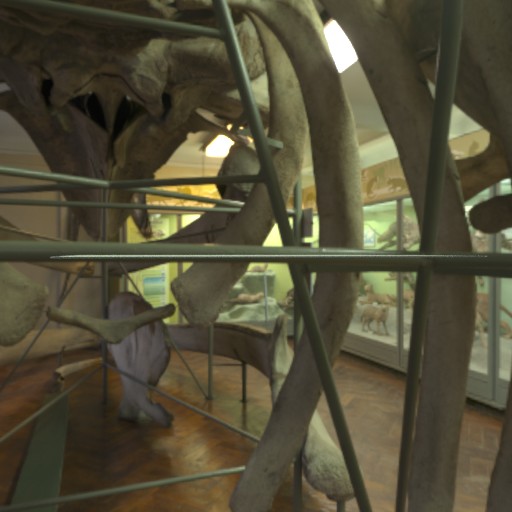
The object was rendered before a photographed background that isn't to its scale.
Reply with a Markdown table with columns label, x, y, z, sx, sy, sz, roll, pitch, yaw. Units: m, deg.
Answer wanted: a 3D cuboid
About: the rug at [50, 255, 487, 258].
| label | x | y | z | sx | sy | sz | roll | pitch | yaw |
| --- | --- | --- | --- | --- | --- | --- | --- | --- | --- |
| rug | 0.000 | 0.000 | 2.343 | 1.854 | 0.006 | 1.234 | 0 | 0 | -18 |
